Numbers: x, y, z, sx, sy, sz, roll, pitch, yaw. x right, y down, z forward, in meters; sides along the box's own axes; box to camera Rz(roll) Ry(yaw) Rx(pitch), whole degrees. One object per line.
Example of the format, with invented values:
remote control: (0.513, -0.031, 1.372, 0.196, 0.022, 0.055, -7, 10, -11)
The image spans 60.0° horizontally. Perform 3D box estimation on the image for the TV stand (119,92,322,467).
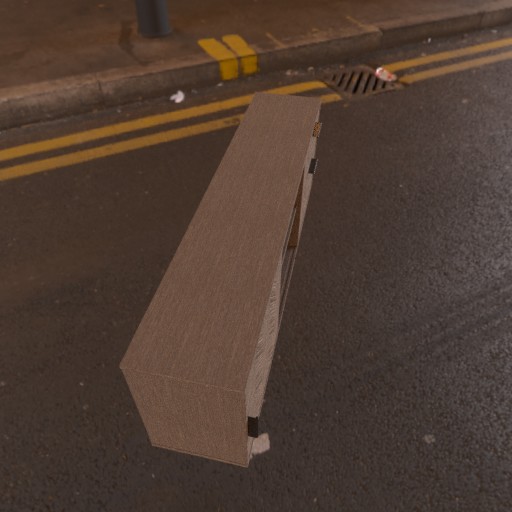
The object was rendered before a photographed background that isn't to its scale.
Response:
TV stand: (0.000, 0.000, 2.145, 0.405, 0.787, 1.804, 9, 46, 9)
